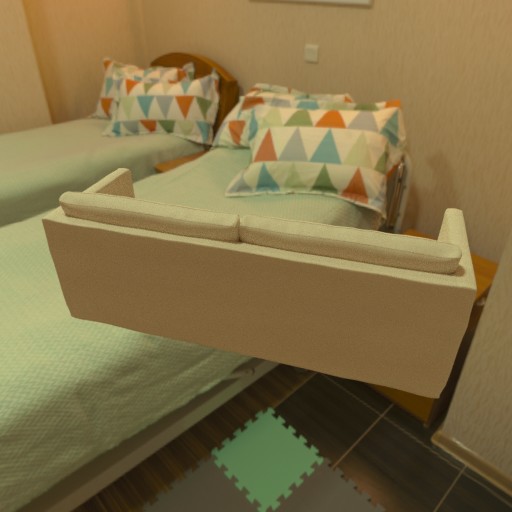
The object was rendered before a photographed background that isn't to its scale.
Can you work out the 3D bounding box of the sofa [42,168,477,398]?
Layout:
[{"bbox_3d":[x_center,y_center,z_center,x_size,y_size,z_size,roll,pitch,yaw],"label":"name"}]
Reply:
[{"bbox_3d":[0.000,0.000,3.241,2.779,0.999,1.036,9,33,14],"label":"sofa"}]
